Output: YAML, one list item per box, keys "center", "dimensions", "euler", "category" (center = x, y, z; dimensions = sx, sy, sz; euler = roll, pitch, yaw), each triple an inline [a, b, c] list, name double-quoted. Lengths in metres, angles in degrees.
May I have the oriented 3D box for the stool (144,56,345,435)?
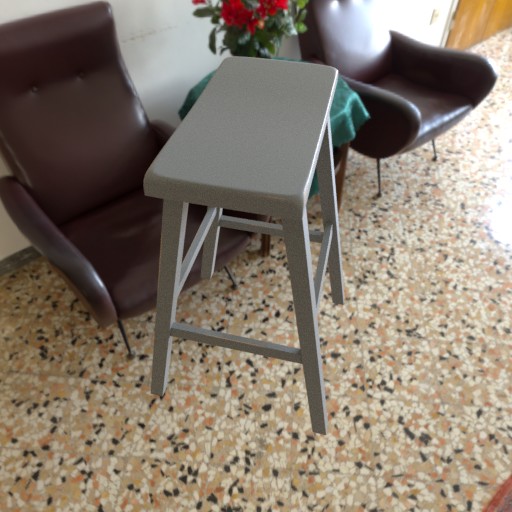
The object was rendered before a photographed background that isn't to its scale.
- center: [0.000, 0.000, 1.045]
  dimensions: [0.476, 0.737, 0.457]
  euler: [10, 47, 9]
  category: "stool"
